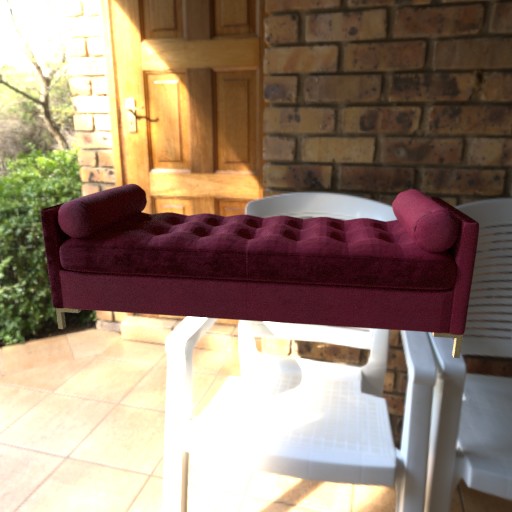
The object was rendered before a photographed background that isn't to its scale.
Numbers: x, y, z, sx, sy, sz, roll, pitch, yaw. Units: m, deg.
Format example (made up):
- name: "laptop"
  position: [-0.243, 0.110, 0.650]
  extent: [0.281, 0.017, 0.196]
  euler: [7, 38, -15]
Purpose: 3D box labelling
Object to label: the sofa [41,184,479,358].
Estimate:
- name: "sofa"
  position: [0.000, 0.000, 2.497]
  extent: [2.102, 0.705, 0.796]
  euler: [3, 16, 9]
